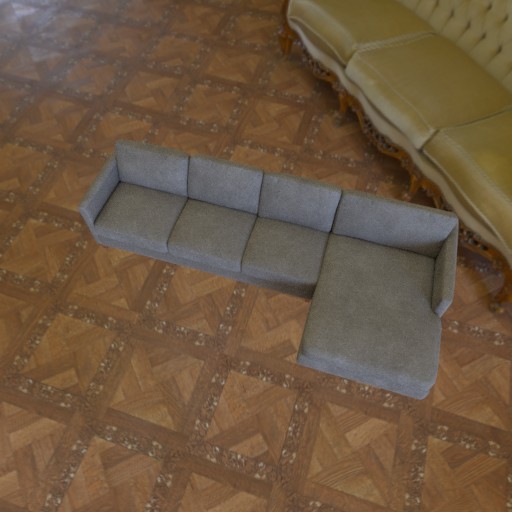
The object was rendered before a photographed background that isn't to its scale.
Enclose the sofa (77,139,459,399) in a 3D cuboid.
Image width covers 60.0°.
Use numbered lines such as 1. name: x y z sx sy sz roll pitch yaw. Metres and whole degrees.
1. sofa: 0.000 0.000 4.149 3.471 0.950 1.604 14 58 9
